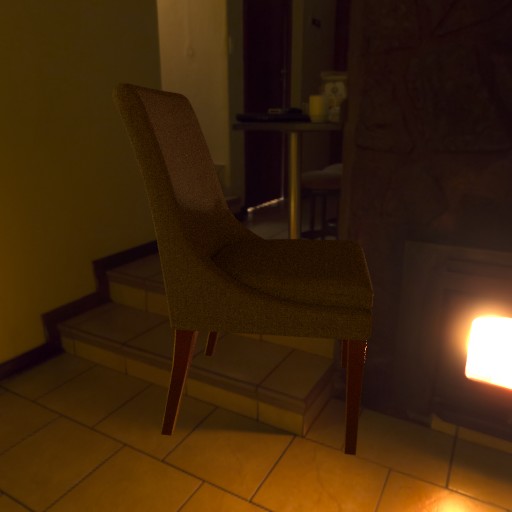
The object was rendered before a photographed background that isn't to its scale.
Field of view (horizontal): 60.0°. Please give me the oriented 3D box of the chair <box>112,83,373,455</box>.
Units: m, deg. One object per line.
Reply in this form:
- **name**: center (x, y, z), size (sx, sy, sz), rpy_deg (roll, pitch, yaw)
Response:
- **chair**: center (0.000, 0.000, 1.336), size (0.655, 0.952, 0.508), rpy_deg (3, 17, 9)
